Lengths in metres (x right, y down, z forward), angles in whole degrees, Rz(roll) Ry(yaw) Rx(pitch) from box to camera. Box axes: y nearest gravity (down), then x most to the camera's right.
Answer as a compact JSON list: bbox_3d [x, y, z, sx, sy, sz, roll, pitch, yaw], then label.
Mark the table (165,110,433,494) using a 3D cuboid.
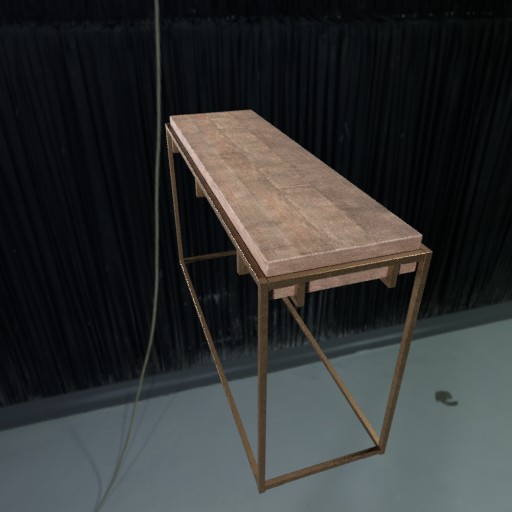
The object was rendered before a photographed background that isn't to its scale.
[{"bbox_3d":[0.000,0.000,1.775,0.440,0.820,1.400,-10,32,-16],"label":"table"}]
